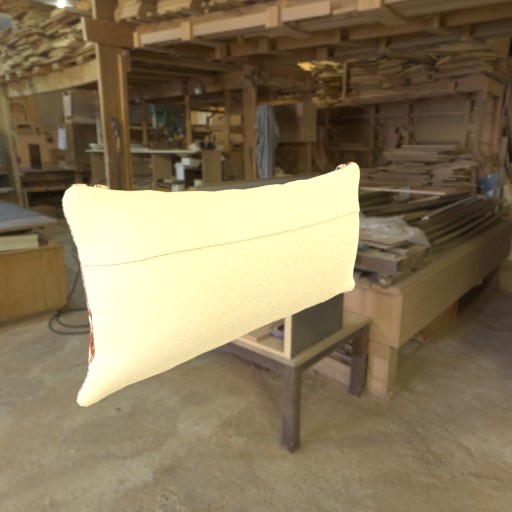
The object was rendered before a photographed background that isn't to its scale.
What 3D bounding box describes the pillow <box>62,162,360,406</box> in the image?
[{"bbox_3d":[0.000,0.000,0.739,0.139,0.282,0.635,14,21,42],"label":"pillow"}]
